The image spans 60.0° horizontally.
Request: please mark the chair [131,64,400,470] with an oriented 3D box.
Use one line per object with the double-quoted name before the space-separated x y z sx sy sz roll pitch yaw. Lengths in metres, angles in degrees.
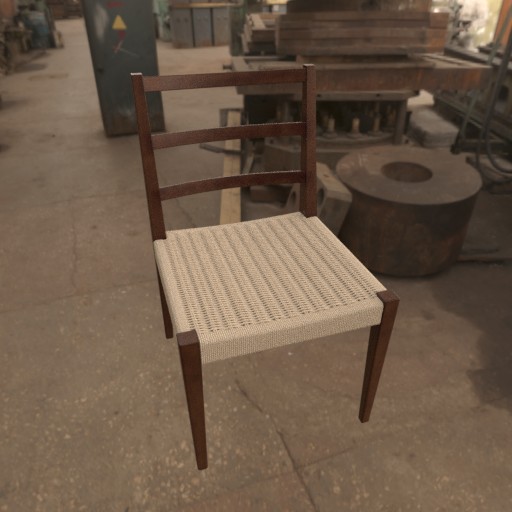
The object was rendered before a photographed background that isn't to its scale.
"chair" 0.000 0.000 1.120 0.480 0.813 0.551 -10 33 -15
